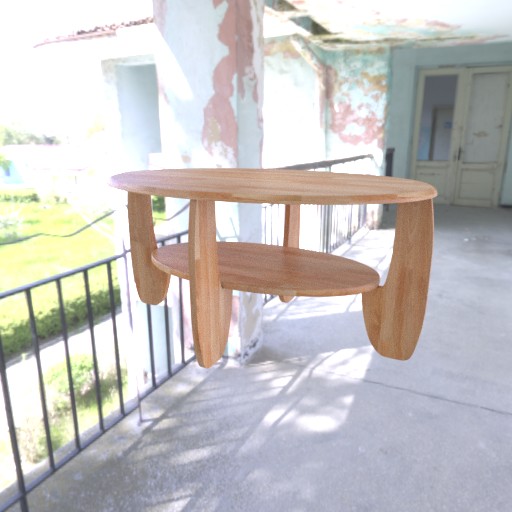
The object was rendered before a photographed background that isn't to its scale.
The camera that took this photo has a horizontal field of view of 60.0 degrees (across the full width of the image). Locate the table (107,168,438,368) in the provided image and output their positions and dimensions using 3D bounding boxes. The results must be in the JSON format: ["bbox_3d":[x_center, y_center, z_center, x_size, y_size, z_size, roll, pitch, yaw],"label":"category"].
[{"bbox_3d":[0.000,0.000,1.409,1.040,0.490,0.690,8,18,26],"label":"table"}]
